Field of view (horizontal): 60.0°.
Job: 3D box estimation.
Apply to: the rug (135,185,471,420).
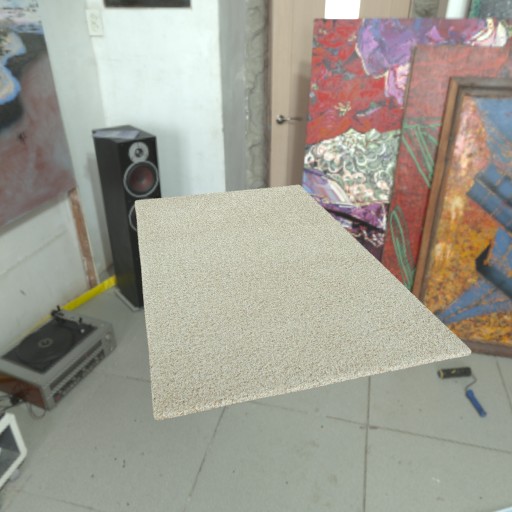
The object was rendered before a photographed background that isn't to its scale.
[{"bbox_3d":[0.000,0.000,3.007,1.524,0.030,2.438,-8,30,-13],"label":"rug"}]
